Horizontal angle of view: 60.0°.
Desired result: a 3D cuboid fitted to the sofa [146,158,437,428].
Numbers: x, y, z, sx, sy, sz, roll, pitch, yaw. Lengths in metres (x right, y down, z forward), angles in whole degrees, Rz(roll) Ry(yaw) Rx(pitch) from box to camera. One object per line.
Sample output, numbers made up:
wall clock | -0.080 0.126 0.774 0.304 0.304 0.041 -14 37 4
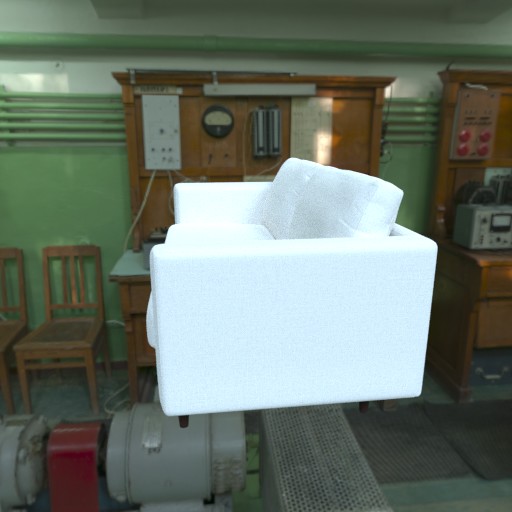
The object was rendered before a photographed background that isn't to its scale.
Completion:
sofa | 0.000 0.000 2.200 0.940 0.893 1.713 -2 15 -7
